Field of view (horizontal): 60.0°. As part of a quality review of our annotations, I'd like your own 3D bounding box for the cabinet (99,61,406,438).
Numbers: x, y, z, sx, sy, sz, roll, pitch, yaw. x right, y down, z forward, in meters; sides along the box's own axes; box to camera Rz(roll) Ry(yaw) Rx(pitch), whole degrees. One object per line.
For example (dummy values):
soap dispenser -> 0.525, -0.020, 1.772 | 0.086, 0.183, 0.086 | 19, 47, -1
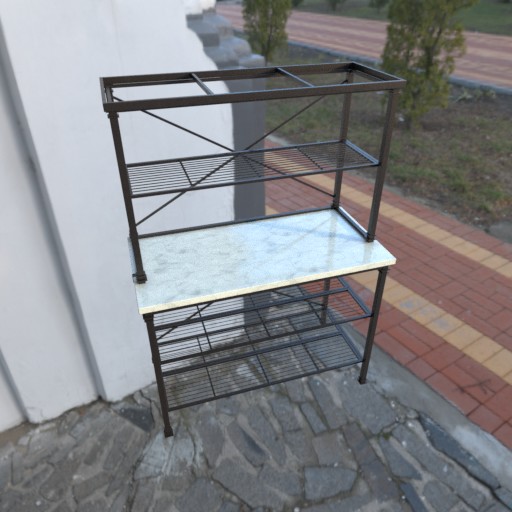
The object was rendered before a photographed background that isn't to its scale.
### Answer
cabinet -> 0.000, 0.000, 2.227 | 1.210, 1.659, 0.610 | -10, 35, -15
